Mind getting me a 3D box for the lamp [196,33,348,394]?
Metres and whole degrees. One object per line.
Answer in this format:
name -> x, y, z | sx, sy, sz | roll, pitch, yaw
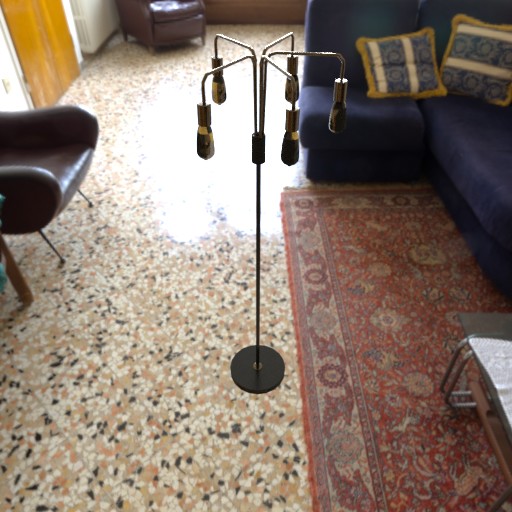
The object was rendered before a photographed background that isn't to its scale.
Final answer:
lamp -> 0.000, 0.000, 1.970 | 0.572, 1.721, 0.599 | -25, 47, -26
